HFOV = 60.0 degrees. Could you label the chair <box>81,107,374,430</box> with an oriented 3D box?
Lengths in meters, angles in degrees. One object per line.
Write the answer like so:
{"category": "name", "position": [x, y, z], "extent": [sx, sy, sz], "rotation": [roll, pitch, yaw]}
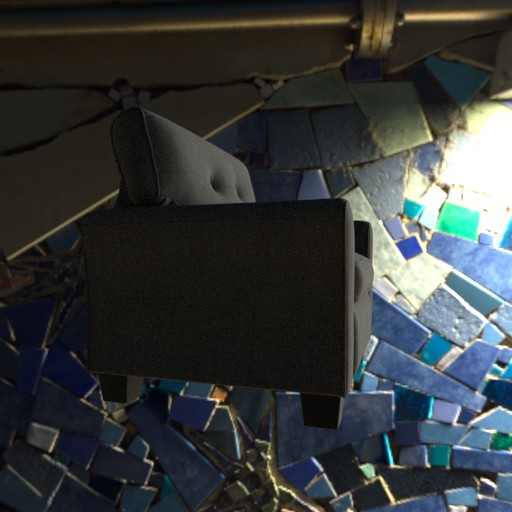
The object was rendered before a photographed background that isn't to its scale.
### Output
{"category": "chair", "position": [0.000, 0.000, 1.627], "extent": [0.816, 0.890, 0.941], "rotation": [0, 0, 18]}
